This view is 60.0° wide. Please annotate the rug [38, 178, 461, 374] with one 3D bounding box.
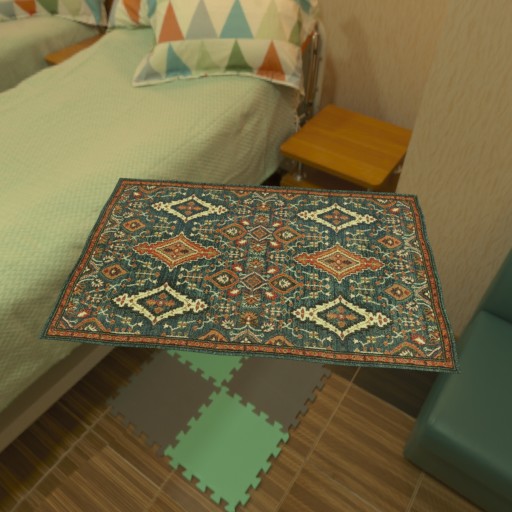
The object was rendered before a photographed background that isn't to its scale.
[{"bbox_3d":[0.000,0.000,4.216,3.371,0.008,2.190,4,47,4],"label":"rug"}]
